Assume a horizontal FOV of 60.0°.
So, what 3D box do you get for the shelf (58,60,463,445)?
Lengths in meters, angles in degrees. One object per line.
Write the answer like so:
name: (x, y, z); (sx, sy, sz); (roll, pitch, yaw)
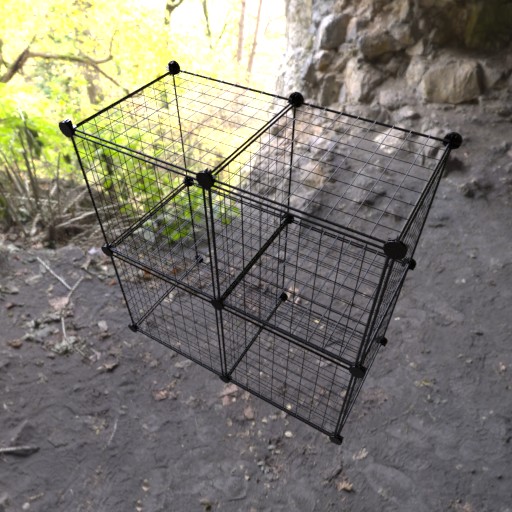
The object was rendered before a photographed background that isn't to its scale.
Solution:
shelf: (0.000, 0.000, 1.114); (0.711, 0.711, 0.356); (23, 50, 21)
